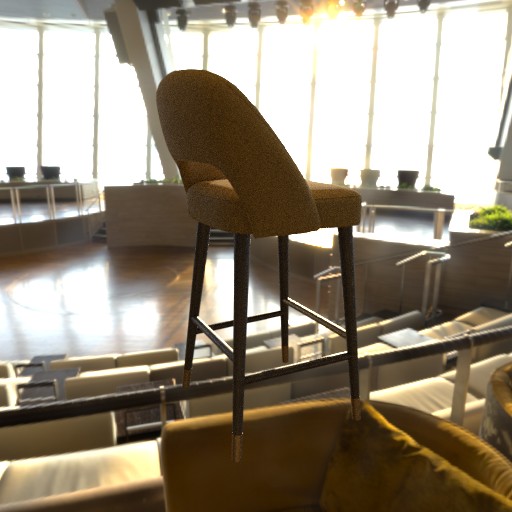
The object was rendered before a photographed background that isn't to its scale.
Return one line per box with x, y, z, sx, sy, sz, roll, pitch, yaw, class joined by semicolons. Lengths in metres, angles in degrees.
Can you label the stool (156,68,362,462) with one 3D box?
0.000;0.000;1.372;0.522;1.032;0.536;-7;15;-27;stool
